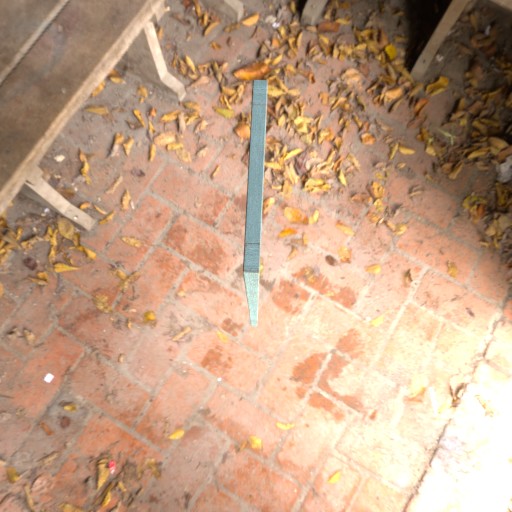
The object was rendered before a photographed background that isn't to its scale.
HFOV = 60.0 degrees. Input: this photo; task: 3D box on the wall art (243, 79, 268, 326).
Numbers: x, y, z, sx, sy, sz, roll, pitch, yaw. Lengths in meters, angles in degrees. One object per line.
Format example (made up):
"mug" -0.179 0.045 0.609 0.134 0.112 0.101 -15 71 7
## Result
"wall art" 0.000 0.000 1.300 0.025 1.219 0.329 3 77 1
